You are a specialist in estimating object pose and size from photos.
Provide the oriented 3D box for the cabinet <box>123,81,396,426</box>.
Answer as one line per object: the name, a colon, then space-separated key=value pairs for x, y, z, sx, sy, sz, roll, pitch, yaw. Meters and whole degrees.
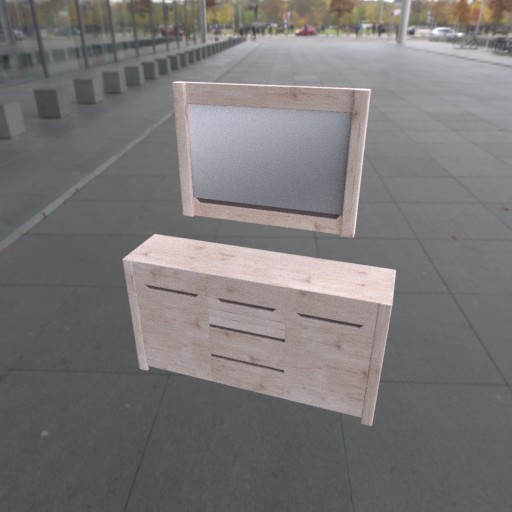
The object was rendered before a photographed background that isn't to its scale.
cabinet: x=0.000 y=0.000 z=2.795 sx=1.700 sy=1.981 sz=0.420 roll=9 pitch=29 yaw=16
